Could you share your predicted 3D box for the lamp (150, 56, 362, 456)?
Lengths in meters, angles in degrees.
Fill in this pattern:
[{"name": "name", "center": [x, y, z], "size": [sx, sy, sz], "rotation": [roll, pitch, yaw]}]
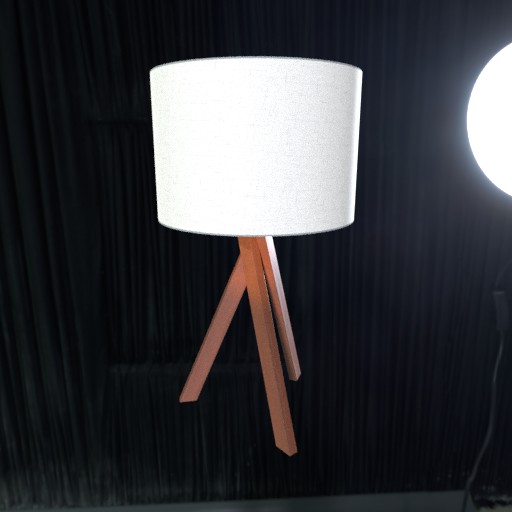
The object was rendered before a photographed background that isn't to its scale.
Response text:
[{"name": "lamp", "center": [0.000, 0.000, 0.900], "size": [0.380, 0.686, 0.380], "rotation": [-2, 15, -7]}]
